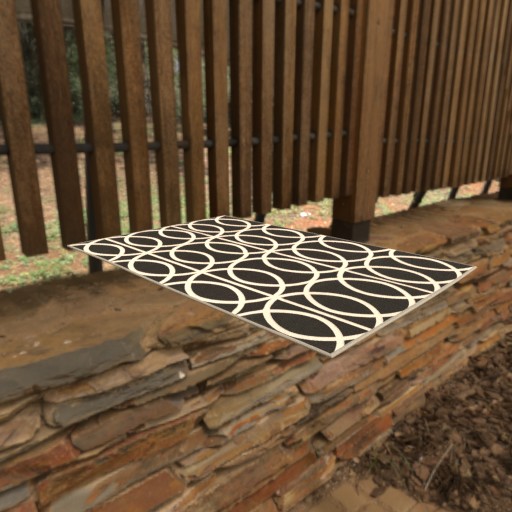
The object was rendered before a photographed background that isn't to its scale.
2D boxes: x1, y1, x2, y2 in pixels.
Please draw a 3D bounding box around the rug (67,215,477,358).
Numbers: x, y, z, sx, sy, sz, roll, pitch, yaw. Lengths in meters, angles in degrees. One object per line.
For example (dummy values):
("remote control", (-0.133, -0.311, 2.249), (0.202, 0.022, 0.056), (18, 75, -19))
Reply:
("rug", (0.000, 0.000, 2.927), (2.294, 0.014, 1.528), (15, 22, 42))
